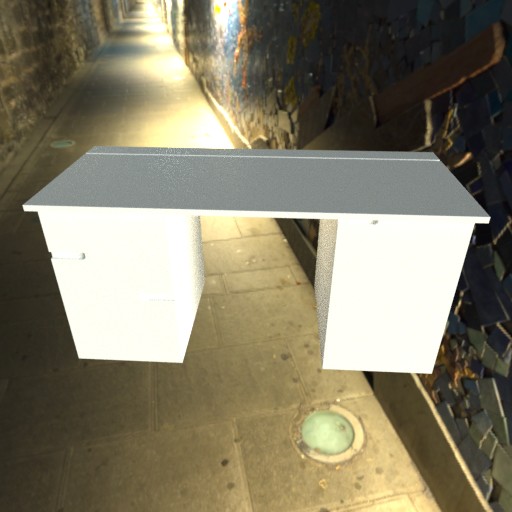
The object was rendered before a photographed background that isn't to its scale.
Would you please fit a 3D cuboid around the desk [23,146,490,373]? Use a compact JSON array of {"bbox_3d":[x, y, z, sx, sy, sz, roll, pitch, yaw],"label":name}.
[{"bbox_3d":[0.000,0.000,1.976,1.580,0.760,0.670,2,31,3],"label":"desk"}]
